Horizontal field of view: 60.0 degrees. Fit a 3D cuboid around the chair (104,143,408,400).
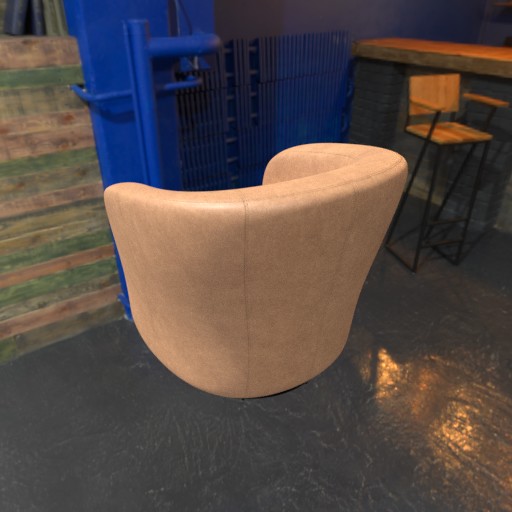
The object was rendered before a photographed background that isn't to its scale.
[{"bbox_3d":[0.000,0.000,1.451,0.791,0.771,0.815,-19,36,-28],"label":"chair"}]
